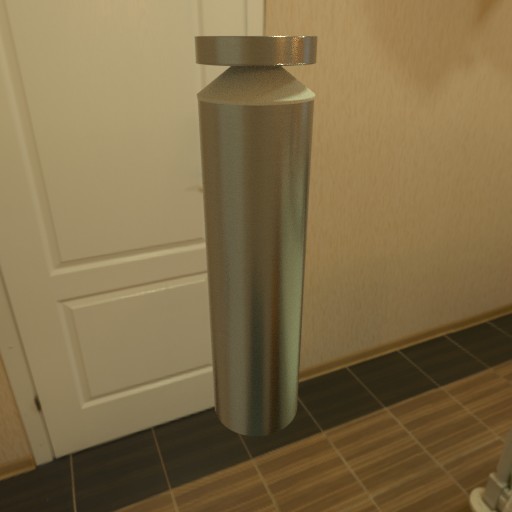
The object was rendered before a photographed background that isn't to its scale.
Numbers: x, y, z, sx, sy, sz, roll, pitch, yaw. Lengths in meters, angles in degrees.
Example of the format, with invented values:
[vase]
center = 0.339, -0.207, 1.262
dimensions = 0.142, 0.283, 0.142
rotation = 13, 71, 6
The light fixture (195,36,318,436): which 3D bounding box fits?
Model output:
[light fixture]
center = 0.000, 0.000, 0.451
dimensions = 0.102, 0.400, 0.102
rotation = 18, 32, 32
